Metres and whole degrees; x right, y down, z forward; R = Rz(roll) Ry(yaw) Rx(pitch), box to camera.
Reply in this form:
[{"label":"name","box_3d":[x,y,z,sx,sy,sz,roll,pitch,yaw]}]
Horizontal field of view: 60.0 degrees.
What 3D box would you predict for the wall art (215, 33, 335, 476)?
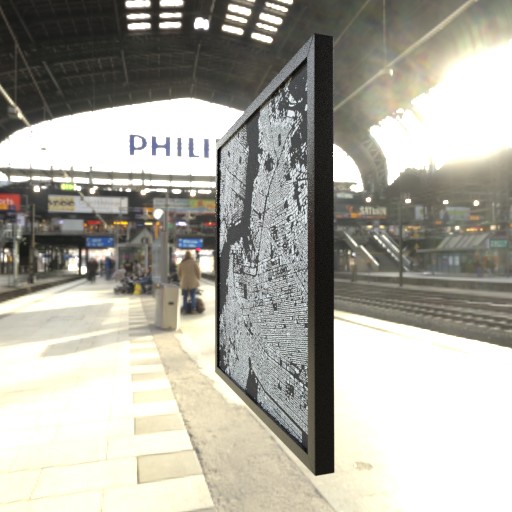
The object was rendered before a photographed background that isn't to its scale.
[{"label":"wall art","box_3d":[0.000,0.000,1.123,0.038,0.761,0.755,0,-1,-18]}]
